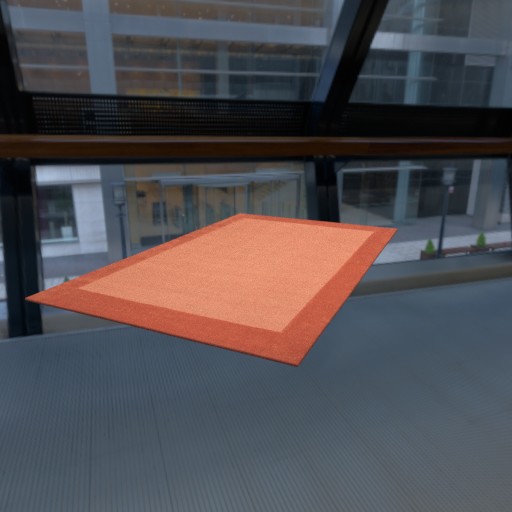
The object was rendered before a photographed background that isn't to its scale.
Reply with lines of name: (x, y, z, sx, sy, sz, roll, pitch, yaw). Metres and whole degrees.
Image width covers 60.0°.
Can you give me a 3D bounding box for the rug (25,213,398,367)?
rug: (0.000, 0.000, 3.055, 1.524, 0.014, 2.438, 8, 19, 24)
